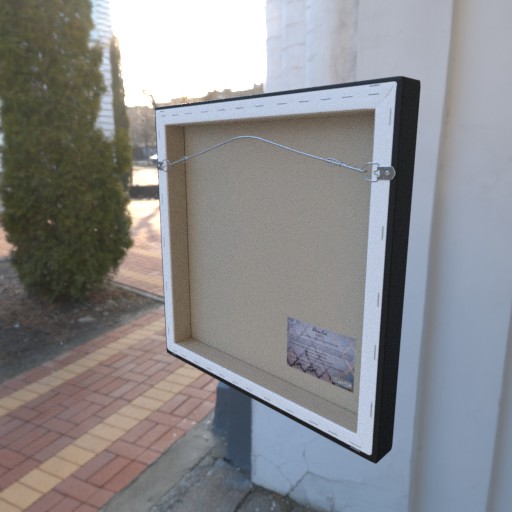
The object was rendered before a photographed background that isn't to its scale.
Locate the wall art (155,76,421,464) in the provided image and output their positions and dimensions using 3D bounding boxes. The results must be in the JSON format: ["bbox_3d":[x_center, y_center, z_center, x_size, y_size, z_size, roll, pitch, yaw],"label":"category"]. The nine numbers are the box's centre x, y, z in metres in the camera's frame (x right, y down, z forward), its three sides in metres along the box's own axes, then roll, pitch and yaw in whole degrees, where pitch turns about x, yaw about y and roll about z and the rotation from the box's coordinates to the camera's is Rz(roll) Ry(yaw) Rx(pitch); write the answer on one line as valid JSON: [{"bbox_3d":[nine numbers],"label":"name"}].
[{"bbox_3d":[0.000,0.000,0.595,0.406,0.407,0.041,13,18,43],"label":"wall art"}]
